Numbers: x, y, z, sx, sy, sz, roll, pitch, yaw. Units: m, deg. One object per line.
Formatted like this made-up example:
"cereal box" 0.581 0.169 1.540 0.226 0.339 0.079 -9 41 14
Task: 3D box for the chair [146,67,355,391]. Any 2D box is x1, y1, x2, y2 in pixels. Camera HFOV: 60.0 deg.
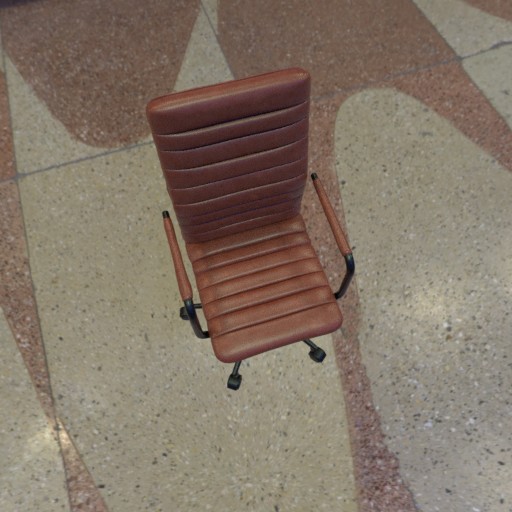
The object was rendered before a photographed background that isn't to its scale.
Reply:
"chair" 0.000 0.000 1.383 0.608 0.979 0.580 -15 64 -8
